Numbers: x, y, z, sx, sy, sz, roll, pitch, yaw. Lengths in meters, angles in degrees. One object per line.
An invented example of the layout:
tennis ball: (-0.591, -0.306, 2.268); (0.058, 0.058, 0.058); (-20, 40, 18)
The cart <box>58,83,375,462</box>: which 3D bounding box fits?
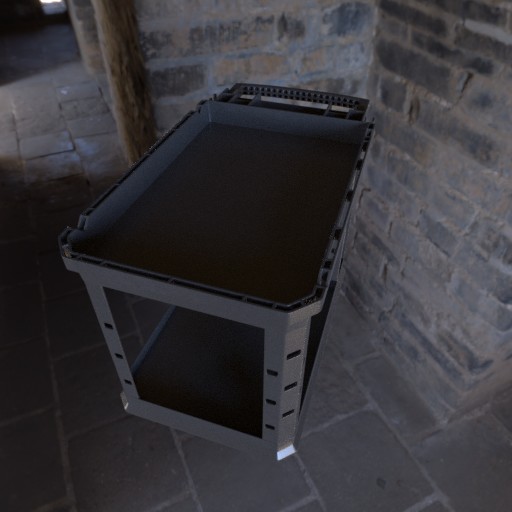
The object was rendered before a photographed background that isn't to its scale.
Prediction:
cart: (0.000, 0.000, 1.716); (0.674, 0.884, 1.239); (13, 43, 14)
